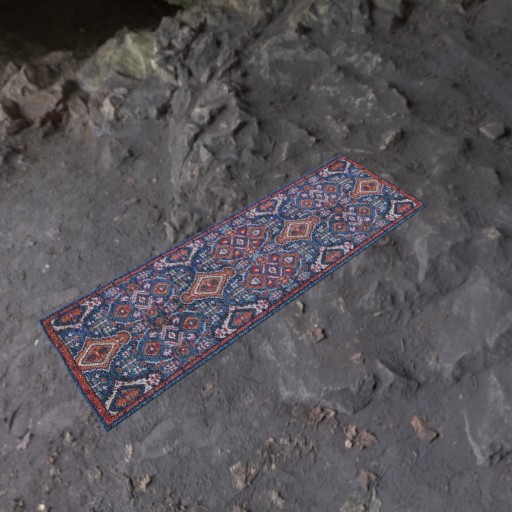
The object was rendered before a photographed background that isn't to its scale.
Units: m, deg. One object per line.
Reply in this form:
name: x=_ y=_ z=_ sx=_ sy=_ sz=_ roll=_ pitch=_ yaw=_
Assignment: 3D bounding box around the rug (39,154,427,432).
rug: x=0.000 y=0.000 z=2.753 sx=2.459 sy=0.010 sz=0.801 roll=-32 pitch=55 yaw=-26
